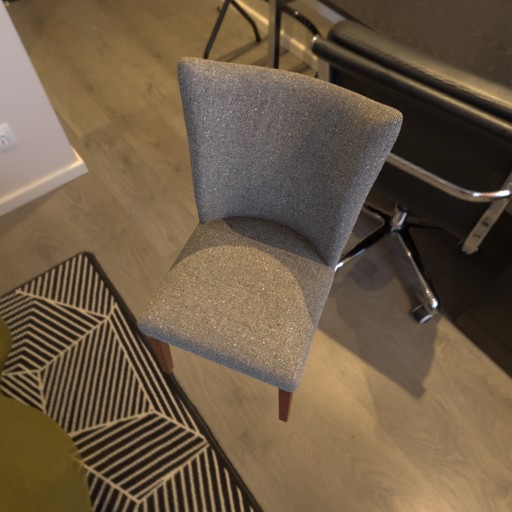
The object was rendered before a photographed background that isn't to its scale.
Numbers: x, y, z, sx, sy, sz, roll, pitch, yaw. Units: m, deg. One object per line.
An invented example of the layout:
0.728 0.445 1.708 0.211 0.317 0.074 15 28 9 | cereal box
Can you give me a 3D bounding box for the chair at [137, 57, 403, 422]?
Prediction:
0.000 0.000 1.291 0.535 0.924 0.623 19 60 11 | chair
